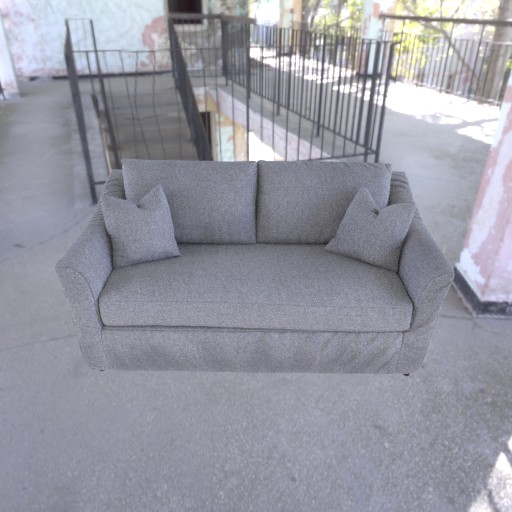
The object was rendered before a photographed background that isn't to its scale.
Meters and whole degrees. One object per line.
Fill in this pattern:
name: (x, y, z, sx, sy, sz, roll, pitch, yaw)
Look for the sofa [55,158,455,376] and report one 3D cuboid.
sofa: (0.000, 0.000, 2.726, 2.010, 1.018, 1.072, 1, 30, 1)
